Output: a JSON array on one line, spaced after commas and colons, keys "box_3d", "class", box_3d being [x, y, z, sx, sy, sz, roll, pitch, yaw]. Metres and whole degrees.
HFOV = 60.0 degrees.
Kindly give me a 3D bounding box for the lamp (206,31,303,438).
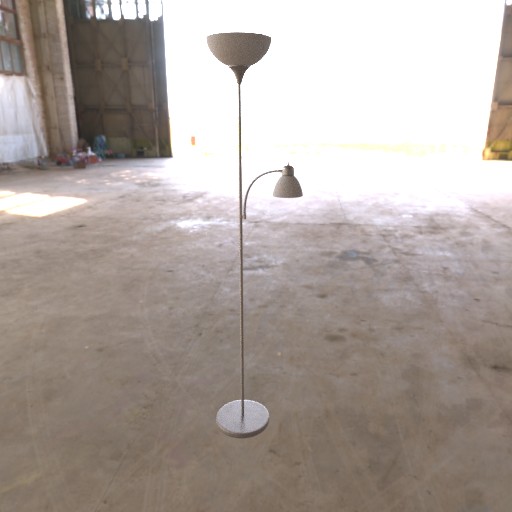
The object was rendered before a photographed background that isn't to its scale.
[{"box_3d": [0.000, 0.000, 2.006, 0.425, 1.804, 0.279, 8, 19, 26], "class": "lamp"}]
